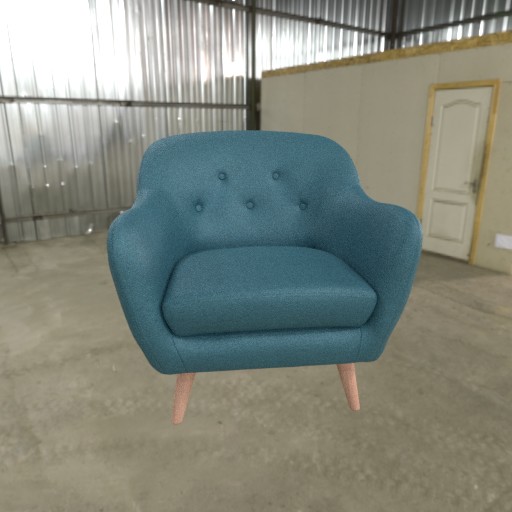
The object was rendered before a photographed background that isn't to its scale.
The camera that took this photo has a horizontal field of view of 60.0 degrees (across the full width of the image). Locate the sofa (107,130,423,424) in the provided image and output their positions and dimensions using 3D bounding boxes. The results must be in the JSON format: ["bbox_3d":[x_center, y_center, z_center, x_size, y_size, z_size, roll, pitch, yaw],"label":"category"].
[{"bbox_3d":[0.000,0.000,1.527,0.836,0.817,0.825,-2,17,-6],"label":"sofa"}]
